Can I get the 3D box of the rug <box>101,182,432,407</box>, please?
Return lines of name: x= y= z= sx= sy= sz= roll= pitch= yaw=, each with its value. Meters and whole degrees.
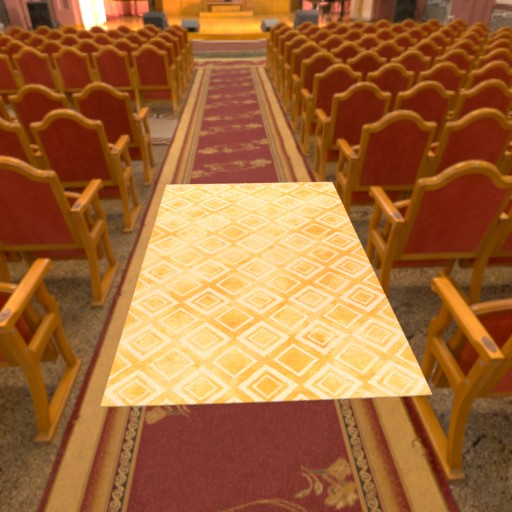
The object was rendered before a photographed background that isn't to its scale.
rug: x=0.000 y=0.000 z=3.019 sx=1.511 sy=0.010 sz=2.424 roll=-1 pitch=33 yaw=-2
